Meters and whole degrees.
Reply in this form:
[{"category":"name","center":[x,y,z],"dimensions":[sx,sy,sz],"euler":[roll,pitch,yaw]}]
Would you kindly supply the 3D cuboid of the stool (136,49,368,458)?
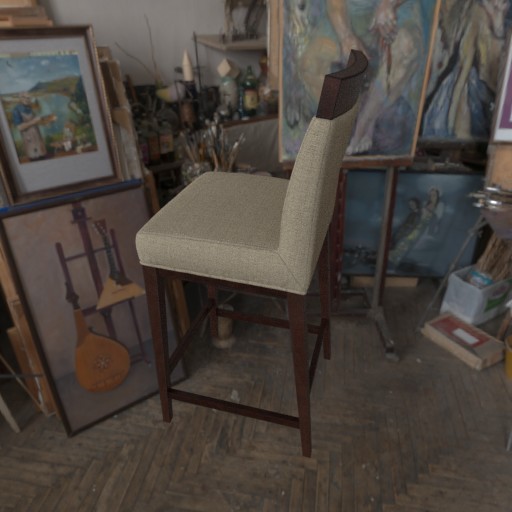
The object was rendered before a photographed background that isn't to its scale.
[{"category":"stool","center":[0.000,0.000,1.225],"dimensions":[0.480,1.011,0.463],"euler":[8,31,14]}]
